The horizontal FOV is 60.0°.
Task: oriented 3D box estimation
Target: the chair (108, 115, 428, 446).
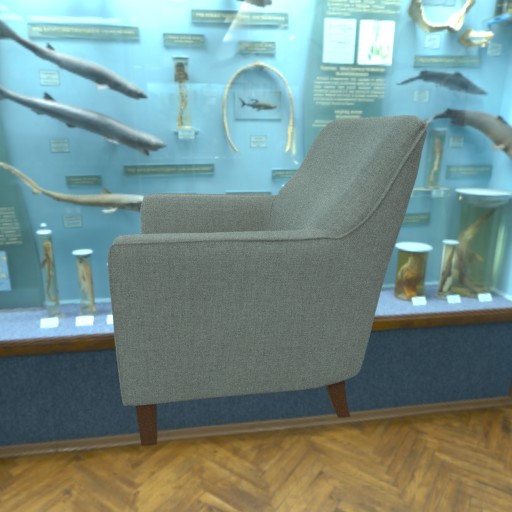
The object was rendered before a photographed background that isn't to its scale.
[{"bbox_3d":[0.000,0.000,1.743,0.993,1.047,0.887,-2,16,-7],"label":"chair"}]
